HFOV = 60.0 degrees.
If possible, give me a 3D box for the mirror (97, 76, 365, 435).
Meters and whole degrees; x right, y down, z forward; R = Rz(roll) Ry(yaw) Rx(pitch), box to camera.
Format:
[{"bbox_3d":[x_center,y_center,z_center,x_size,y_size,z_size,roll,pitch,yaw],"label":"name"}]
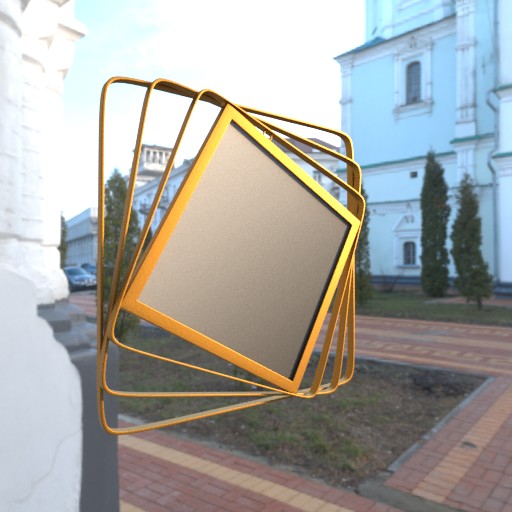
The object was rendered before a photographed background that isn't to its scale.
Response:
[{"bbox_3d":[0.000,0.000,0.681,0.470,0.468,0.045,1,-1,-36],"label":"mirror"}]
